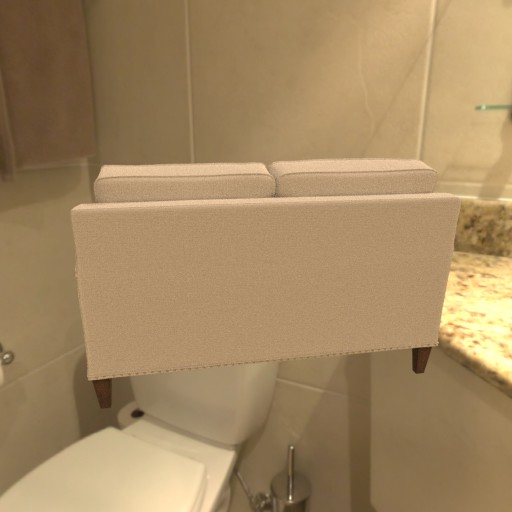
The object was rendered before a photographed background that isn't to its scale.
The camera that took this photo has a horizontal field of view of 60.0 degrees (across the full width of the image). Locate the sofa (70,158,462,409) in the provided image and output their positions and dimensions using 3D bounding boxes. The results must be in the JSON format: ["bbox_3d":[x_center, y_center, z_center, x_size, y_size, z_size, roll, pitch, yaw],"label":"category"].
[{"bbox_3d":[0.000,0.000,2.248,1.597,1.003,1.084,-3,17,-11],"label":"sofa"}]
